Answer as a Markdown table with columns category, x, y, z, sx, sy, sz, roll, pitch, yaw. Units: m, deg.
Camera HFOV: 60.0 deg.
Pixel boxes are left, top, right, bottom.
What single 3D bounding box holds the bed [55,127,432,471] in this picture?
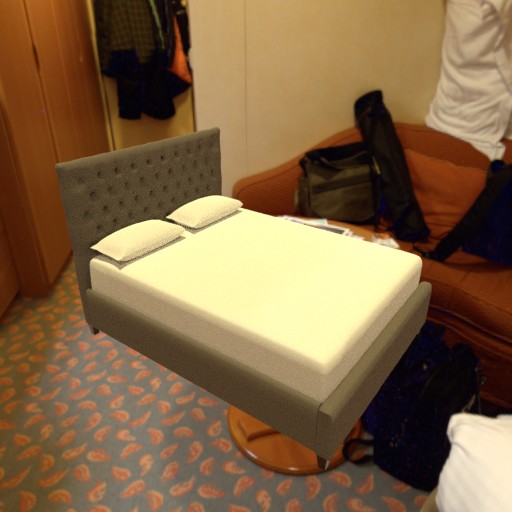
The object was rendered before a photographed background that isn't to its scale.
| category | x | y | z | sx | sy | sz | roll | pitch | yaw |
| --- | --- | --- | --- | --- | --- | --- | --- | --- | --- |
| bed | 0.000 | 0.000 | 3.353 | 2.233 | 1.426 | 1.696 | 18 | 32 | 32 |
